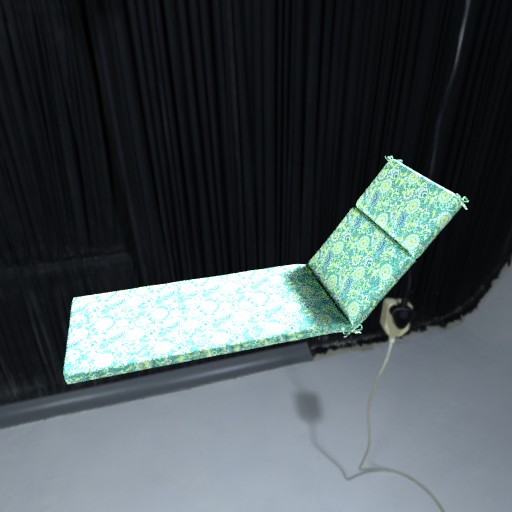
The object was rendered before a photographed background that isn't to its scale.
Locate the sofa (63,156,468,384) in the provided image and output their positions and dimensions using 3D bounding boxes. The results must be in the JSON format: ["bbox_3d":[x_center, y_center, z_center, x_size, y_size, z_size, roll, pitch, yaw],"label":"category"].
[{"bbox_3d":[0.000,0.000,1.952,1.663,0.622,0.582,-8,31,-14],"label":"sofa"}]
